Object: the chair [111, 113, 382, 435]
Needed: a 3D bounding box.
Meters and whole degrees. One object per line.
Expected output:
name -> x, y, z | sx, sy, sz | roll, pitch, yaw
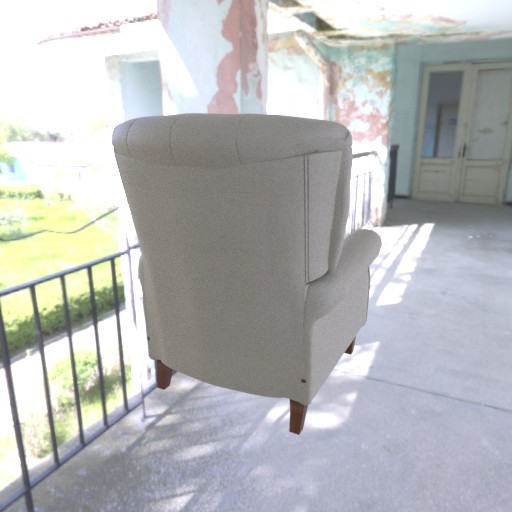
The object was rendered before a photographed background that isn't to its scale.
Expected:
chair -> 0.000, 0.000, 1.919 | 0.943, 1.158, 1.059 | 8, 18, 27
